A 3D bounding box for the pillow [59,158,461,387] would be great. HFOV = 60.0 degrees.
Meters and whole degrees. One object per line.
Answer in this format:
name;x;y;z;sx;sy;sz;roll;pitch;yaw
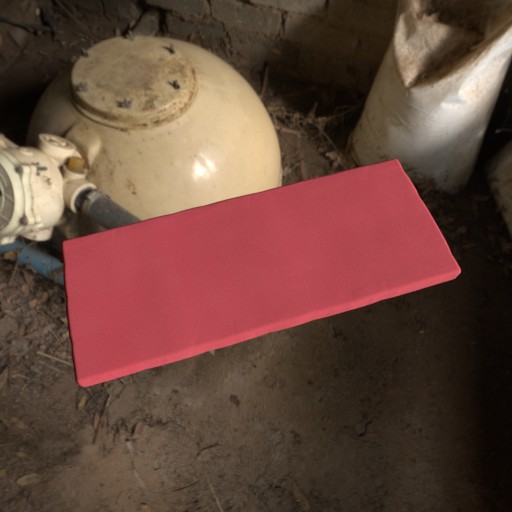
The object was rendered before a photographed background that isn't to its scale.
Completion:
pillow;0.000;0.000;1.374;1.187;0.081;0.492;-15;64;-8
